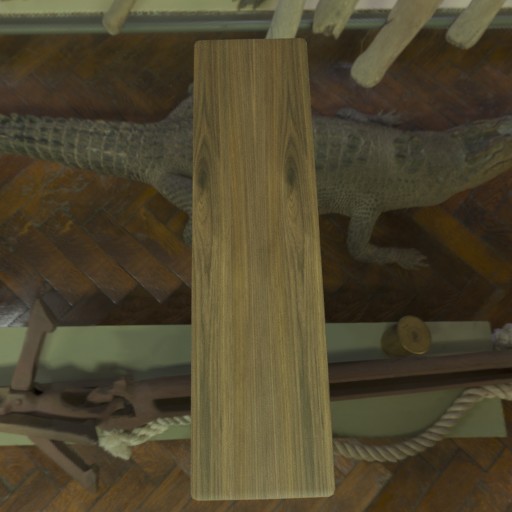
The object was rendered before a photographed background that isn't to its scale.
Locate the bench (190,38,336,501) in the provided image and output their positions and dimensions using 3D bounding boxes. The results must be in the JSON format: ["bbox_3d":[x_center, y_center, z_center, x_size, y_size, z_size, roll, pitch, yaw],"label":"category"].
[{"bbox_3d":[0.000,0.000,1.698,0.425,0.462,1.570,-2,76,0],"label":"bench"}]
